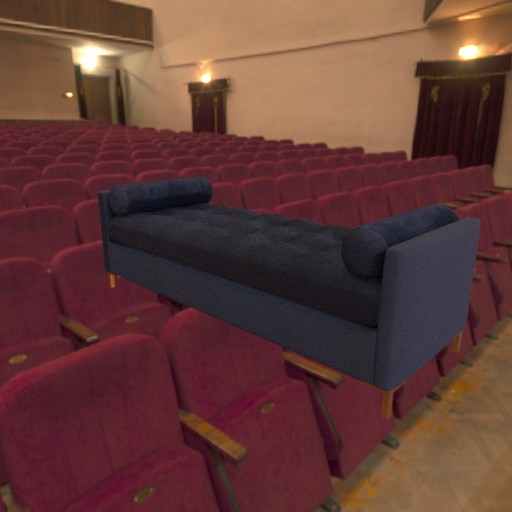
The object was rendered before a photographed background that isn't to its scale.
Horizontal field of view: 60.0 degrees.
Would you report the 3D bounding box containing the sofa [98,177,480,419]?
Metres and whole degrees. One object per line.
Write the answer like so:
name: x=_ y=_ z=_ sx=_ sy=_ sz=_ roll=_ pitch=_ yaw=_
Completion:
sofa: x=0.000 y=0.000 z=2.491 sx=2.102 sy=0.705 sz=0.796 roll=15 pitch=22 yaw=42
